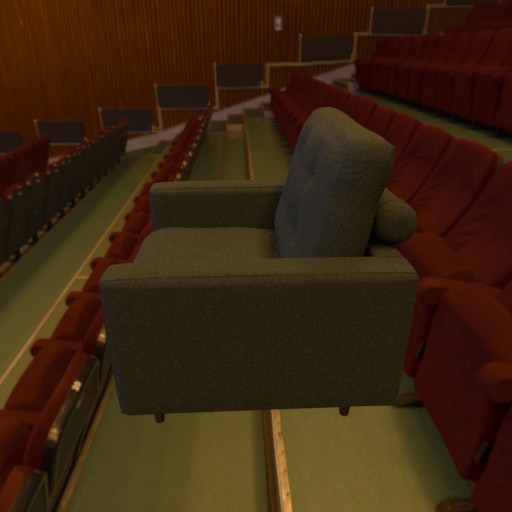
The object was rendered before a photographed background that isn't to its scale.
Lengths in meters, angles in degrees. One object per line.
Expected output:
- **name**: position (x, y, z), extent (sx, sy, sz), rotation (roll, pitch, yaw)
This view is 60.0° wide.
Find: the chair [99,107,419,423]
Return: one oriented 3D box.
- **chair**: position (0.000, 0.000, 1.480), extent (0.843, 0.880, 0.821), rotation (-1, 26, -3)
